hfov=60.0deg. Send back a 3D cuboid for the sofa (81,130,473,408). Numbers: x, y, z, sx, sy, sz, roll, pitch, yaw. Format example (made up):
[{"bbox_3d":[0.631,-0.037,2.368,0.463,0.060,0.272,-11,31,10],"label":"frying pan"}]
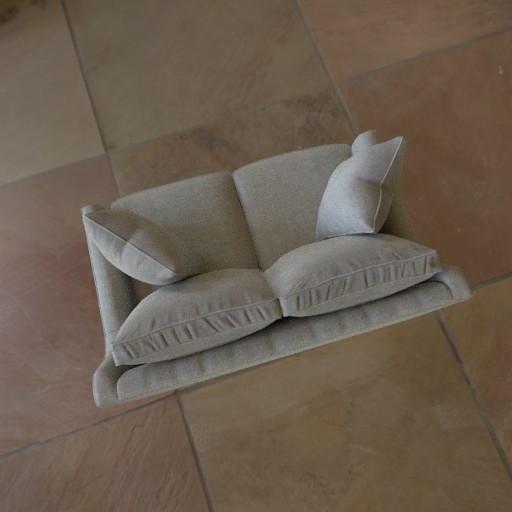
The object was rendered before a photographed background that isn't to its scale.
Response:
[{"bbox_3d":[0.000,0.000,2.009,1.422,0.863,0.915,-16,76,-4],"label":"sofa"}]
